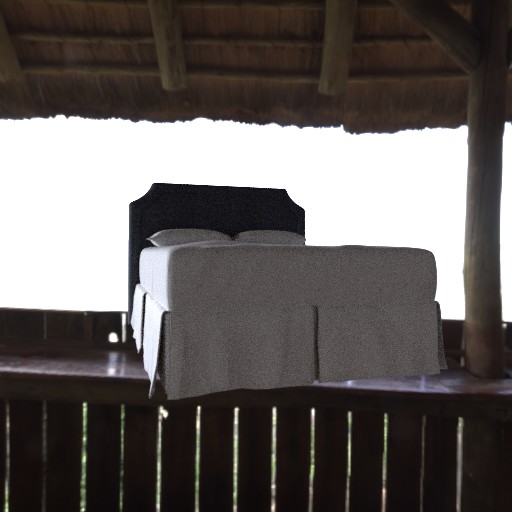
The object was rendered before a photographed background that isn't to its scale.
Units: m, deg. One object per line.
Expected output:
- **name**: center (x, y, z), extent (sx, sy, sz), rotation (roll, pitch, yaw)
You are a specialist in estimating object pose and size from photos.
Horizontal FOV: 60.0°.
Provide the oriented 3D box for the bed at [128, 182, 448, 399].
- **bed**: center (0.000, 0.000, 3.180), extent (1.693, 1.290, 2.116), rotation (0, 1, -18)
